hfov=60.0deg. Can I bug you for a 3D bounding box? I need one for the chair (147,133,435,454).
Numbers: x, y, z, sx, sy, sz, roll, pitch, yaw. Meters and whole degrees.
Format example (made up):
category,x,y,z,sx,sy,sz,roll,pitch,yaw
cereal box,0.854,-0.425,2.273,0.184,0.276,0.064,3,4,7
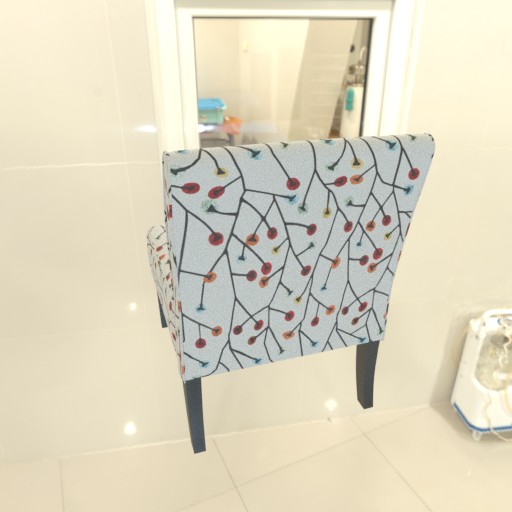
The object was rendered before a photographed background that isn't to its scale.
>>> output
category,x,y,z,sx,sy,sz,roll,pitch,yaw
chair,0.000,0.000,1.337,0.597,0.813,0.732,-8,27,-16
